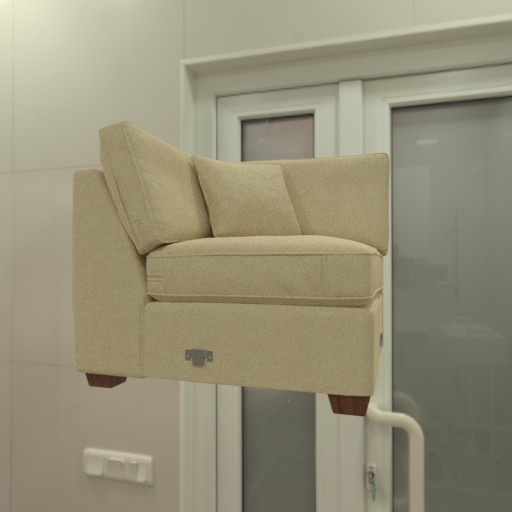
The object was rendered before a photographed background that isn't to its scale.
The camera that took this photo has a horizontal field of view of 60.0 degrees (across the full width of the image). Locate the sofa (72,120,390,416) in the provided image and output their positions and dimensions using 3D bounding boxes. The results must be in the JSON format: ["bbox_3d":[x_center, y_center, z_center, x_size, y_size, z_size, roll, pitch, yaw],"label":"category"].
[{"bbox_3d":[0.000,0.000,1.985,1.146,1.002,1.084,0,-1,17],"label":"sofa"}]
